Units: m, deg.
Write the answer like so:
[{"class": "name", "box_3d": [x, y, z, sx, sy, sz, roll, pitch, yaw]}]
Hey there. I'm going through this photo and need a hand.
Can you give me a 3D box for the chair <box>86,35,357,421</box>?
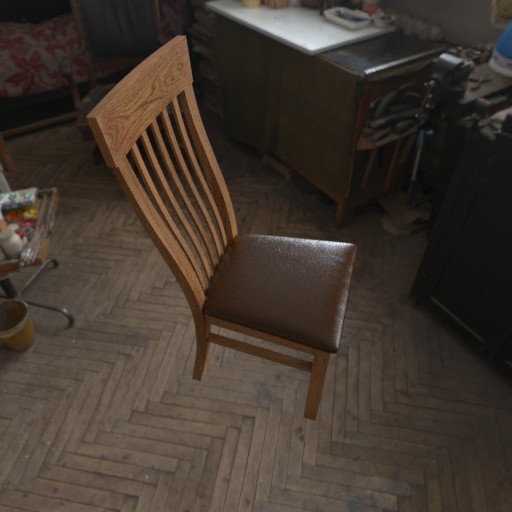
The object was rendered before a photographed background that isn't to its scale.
[{"class": "chair", "box_3d": [0.000, 0.000, 1.325, 0.580, 1.050, 0.450, 12, 47, 11]}]
